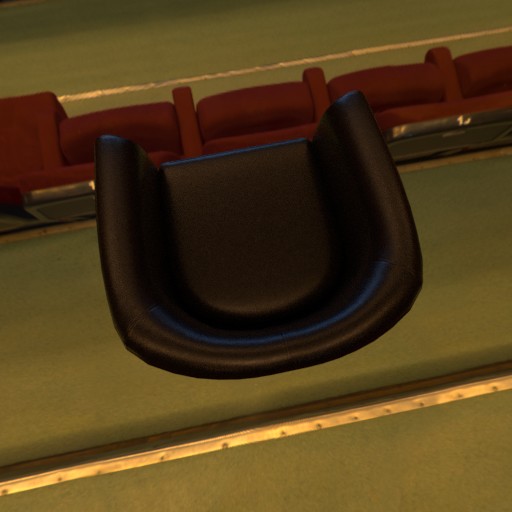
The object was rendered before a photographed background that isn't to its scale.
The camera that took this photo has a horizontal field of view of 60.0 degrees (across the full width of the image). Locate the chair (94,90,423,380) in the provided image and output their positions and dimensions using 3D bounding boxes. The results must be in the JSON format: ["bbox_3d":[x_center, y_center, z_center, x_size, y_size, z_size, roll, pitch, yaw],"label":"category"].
[{"bbox_3d":[0.000,0.000,1.378,0.793,0.756,0.727,-11,74,-3],"label":"chair"}]
